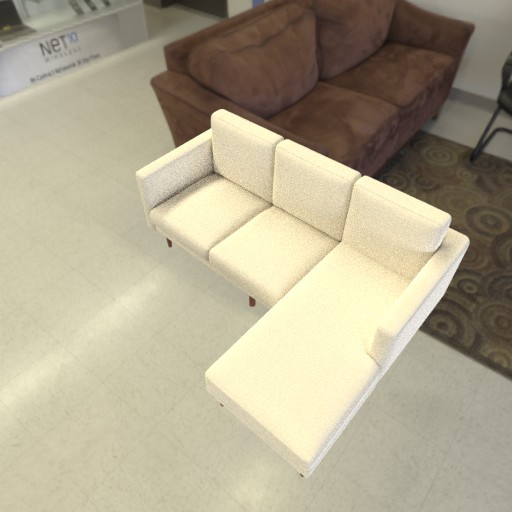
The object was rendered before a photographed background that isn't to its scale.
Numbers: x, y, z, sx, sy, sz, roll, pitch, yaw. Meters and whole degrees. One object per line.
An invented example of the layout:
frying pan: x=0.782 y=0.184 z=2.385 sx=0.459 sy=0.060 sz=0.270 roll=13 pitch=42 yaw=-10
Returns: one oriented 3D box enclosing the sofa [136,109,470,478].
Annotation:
sofa: x=0.000 y=0.000 z=2.833 sx=2.029 sy=0.899 sz=1.580 roll=33 pitch=55 yaw=26
